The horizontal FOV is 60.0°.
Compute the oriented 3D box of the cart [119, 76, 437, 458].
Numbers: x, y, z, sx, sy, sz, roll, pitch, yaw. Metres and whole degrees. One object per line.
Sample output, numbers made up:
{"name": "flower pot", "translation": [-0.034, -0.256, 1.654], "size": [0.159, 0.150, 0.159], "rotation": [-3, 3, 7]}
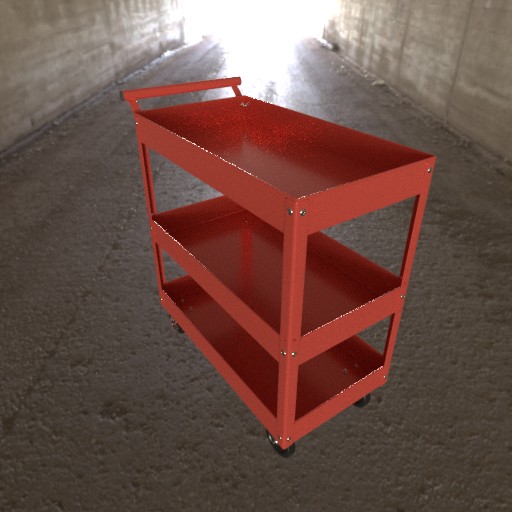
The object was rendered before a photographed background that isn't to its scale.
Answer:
{"name": "cart", "translation": [0.000, 0.000, 1.195], "size": [0.366, 0.780, 0.719], "rotation": [-20, 37, -29]}
